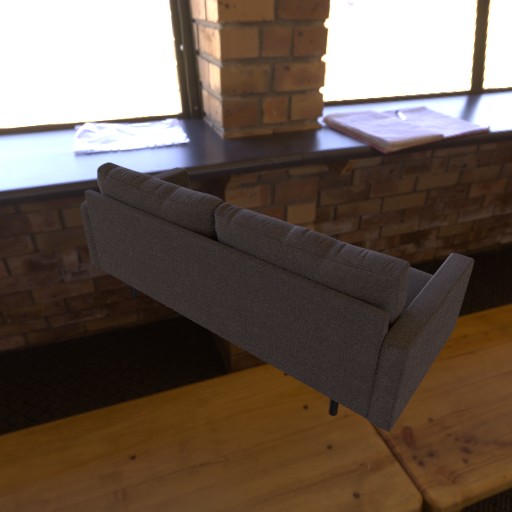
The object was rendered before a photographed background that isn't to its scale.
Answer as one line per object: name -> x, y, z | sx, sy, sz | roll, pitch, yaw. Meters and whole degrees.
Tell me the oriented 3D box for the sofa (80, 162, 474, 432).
sofa -> 0.000, 0.000, 2.546 | 2.100, 0.880, 0.880 | 22, 37, 32
